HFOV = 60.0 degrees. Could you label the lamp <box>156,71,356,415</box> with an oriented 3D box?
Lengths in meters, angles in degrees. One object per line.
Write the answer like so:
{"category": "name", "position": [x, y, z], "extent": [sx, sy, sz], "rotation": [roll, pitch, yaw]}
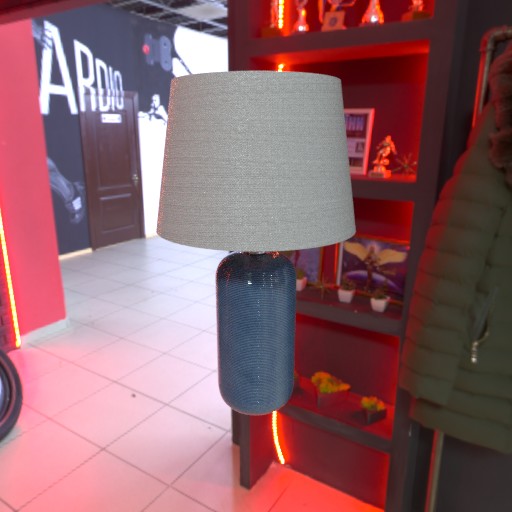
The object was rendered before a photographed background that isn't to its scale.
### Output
{"category": "lamp", "position": [0.000, 0.000, 0.584], "extent": [0.253, 0.428, 0.253], "rotation": [0, 15, 0]}
